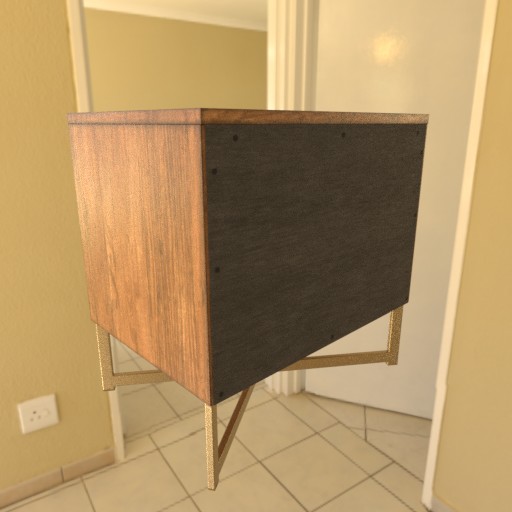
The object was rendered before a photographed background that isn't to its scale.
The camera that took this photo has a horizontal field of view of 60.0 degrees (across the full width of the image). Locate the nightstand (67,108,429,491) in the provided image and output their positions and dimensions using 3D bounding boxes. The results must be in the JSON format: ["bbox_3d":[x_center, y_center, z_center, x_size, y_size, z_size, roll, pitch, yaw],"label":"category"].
[{"bbox_3d":[0.000,0.000,0.998,0.610,0.610,0.446,-15,22,-41],"label":"nightstand"}]
